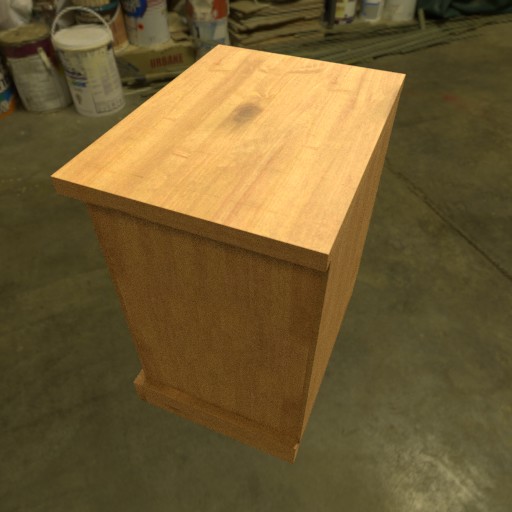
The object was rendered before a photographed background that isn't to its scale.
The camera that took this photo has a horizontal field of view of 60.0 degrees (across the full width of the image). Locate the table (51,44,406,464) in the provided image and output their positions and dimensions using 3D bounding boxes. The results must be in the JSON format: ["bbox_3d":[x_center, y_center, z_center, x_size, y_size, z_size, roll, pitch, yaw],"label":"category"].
[{"bbox_3d":[0.000,0.000,1.200,0.500,0.813,0.660,17,48,16],"label":"table"}]
